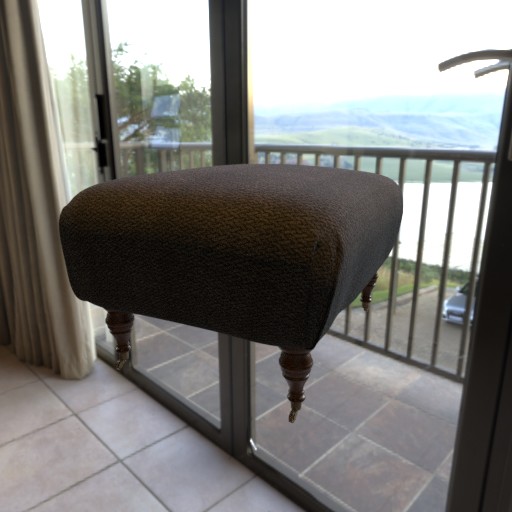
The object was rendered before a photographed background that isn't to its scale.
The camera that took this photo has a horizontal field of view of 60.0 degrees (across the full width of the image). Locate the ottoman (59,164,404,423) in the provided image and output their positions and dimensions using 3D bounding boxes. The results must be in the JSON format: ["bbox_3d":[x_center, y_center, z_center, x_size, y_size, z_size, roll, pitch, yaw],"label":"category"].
[{"bbox_3d":[0.000,0.000,1.136,0.622,0.450,0.747,8,18,26],"label":"ottoman"}]
